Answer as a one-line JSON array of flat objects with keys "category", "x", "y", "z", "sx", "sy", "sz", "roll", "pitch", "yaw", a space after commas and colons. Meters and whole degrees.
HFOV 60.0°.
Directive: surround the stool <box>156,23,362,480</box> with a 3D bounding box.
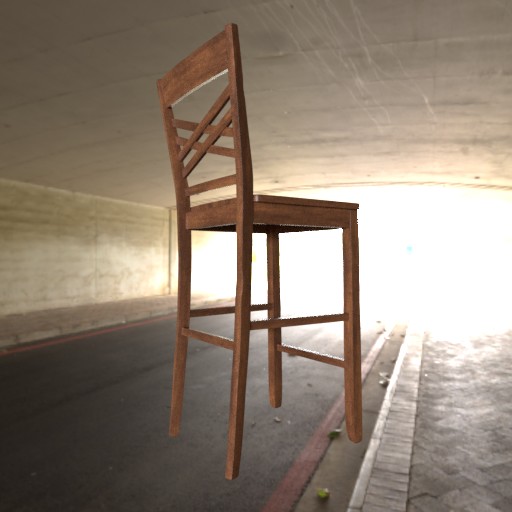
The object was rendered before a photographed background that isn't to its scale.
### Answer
[{"category": "stool", "x": 0.000, "y": 0.000, "z": 1.353, "sx": 0.487, "sy": 1.105, "sz": 0.433, "roll": 0, "pitch": -1, "yaw": -36}]
